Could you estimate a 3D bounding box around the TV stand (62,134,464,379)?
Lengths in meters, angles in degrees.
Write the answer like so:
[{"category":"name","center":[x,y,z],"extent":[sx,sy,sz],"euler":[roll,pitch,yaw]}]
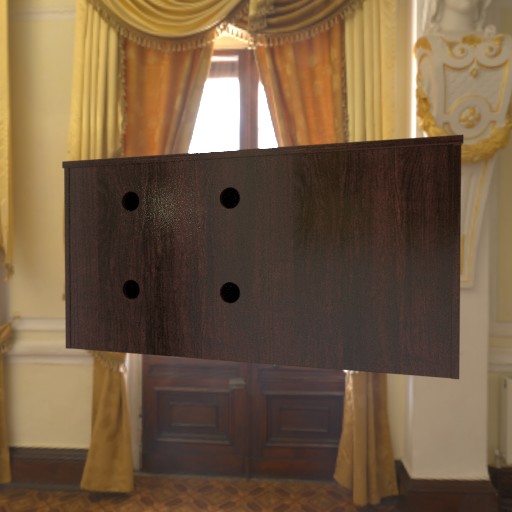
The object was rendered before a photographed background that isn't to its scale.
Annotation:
[{"category":"TV stand","center":[0.000,0.000,1.465],"extent":[1.192,0.614,0.404],"euler":[0,1,17]}]
